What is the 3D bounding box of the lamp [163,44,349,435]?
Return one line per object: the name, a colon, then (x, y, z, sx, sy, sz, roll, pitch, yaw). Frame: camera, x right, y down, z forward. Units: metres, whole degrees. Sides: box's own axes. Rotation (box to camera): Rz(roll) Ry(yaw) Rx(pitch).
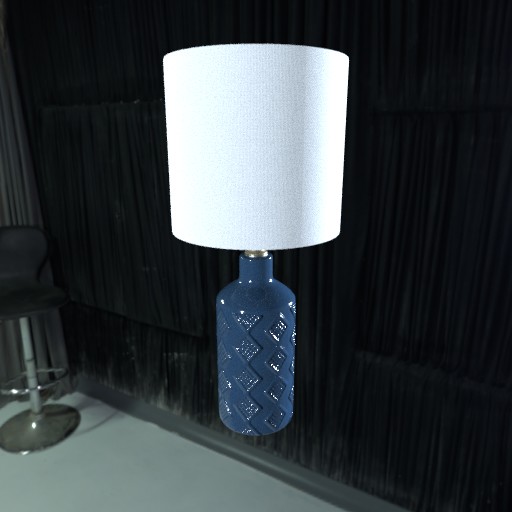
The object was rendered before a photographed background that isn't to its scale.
lamp: (0.000, 0.000, 0.566, 0.207, 0.461, 0.207, 8, 18, 26)
